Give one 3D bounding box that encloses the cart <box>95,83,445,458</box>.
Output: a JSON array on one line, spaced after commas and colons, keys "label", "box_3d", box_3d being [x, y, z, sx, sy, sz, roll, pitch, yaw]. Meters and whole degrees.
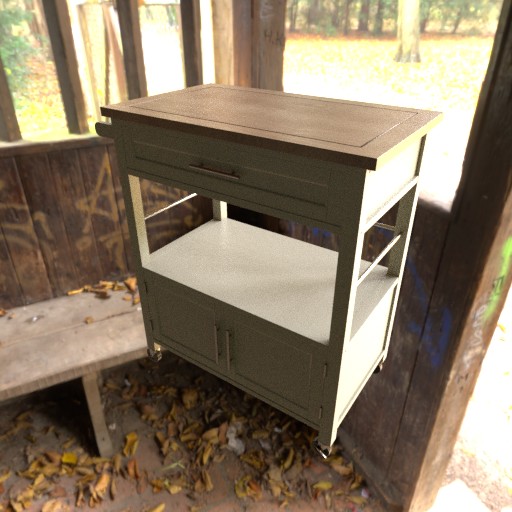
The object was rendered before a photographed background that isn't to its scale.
[{"label": "cart", "box_3d": [0.000, 0.000, 1.387, 0.840, 0.901, 0.459, 19, 35, 29]}]
